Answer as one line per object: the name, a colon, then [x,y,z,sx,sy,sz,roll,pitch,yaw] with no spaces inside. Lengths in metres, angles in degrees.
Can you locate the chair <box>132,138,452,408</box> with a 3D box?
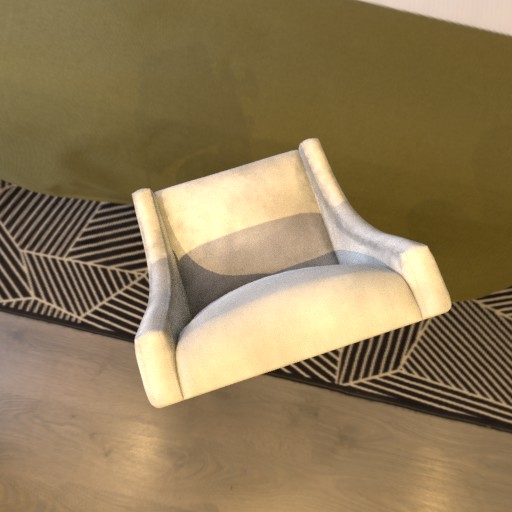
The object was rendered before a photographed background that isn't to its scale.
chair: [0.000,0.000,1.325,0.629,0.895,0.629,-18,78,-4]
